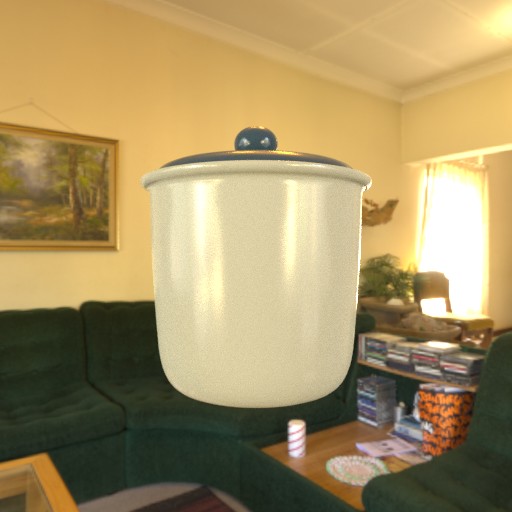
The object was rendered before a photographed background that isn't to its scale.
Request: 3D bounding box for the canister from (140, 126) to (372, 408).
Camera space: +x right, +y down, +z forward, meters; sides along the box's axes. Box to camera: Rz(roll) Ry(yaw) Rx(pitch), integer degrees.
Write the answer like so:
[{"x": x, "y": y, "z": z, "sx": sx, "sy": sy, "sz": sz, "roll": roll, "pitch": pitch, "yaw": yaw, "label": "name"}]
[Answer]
[{"x": 0.000, "y": 0.000, "z": 0.360, "sx": 0.182, "sy": 0.208, "sz": 0.182, "roll": 0, "pitch": 0, "yaw": 0, "label": "canister"}]
